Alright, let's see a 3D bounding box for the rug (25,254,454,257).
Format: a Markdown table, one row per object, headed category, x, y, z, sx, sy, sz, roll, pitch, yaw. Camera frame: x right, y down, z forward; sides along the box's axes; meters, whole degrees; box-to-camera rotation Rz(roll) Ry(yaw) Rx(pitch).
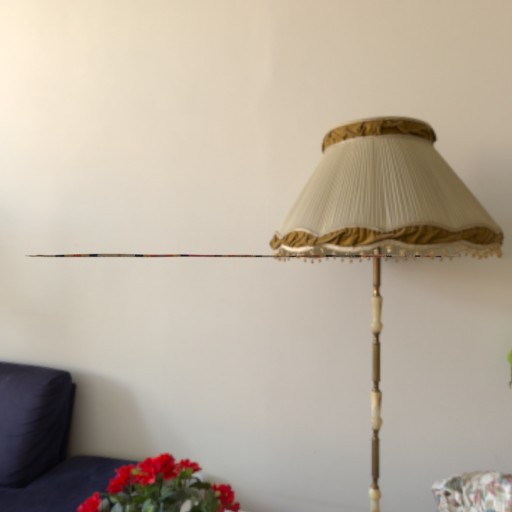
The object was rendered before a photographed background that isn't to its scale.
| category | x | y | z | sx | sy | sz | roll | pitch | yaw |
| --- | --- | --- | --- | --- | --- | --- | --- | --- | --- |
| rug | 0.000 | 0.000 | 2.723 | 2.455 | 0.017 | 0.695 | 0 | 0 | -18 |
